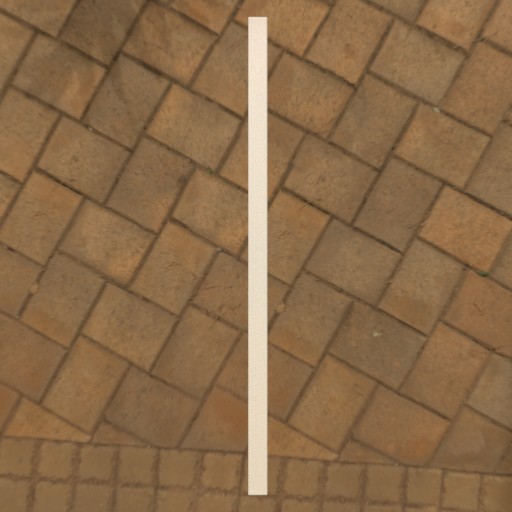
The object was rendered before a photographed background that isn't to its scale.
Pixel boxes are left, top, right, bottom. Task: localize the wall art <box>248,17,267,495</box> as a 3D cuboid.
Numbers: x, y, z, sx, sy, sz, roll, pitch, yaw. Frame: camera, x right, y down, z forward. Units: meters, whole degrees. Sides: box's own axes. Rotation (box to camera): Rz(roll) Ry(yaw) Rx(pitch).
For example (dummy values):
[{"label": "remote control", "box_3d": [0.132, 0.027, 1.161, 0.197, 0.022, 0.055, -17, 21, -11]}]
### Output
[{"label": "wall art", "box_3d": [0.000, 0.000, 1.151, 0.037, 0.609, 0.916, 0, 90, -1]}]
